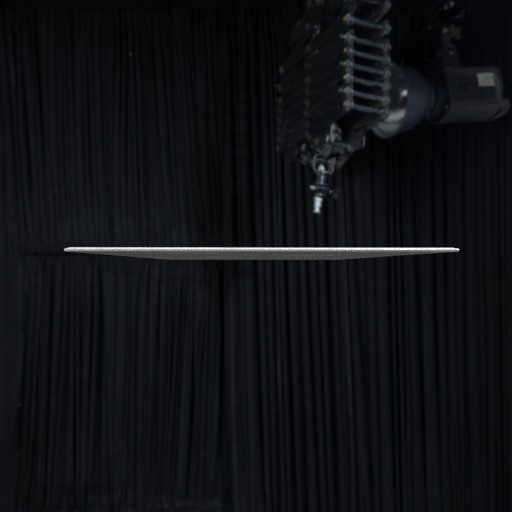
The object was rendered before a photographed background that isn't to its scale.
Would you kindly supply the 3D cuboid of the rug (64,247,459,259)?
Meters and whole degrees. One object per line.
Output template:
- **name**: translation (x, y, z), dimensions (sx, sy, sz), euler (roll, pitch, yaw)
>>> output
- **rug**: translation (0.000, 0.000, 3.404), dimensions (1.819, 0.018, 2.746), euler (0, -1, -1)
